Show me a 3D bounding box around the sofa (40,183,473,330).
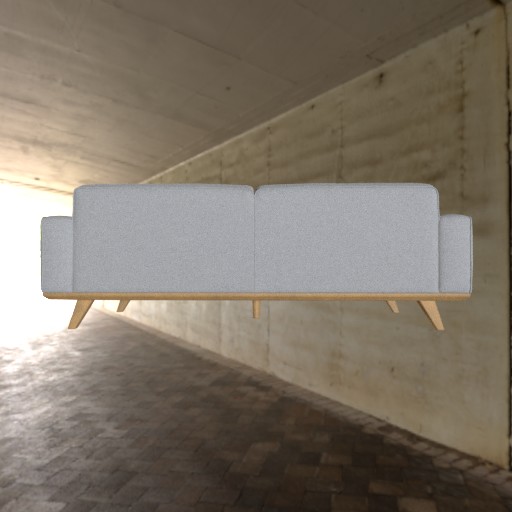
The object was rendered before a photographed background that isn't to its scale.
[{"bbox_3d":[0.000,0.000,2.729,2.270,0.781,0.956,0,-1,1],"label":"sofa"}]
